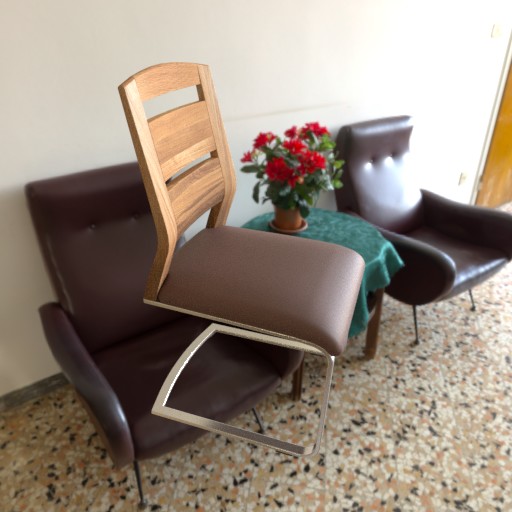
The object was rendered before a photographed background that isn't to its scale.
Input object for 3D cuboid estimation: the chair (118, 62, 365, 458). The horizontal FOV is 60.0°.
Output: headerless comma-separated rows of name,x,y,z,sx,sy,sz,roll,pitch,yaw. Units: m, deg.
chair,0.000,0.000,1.231,0.570,0.970,0.460,9,30,17
